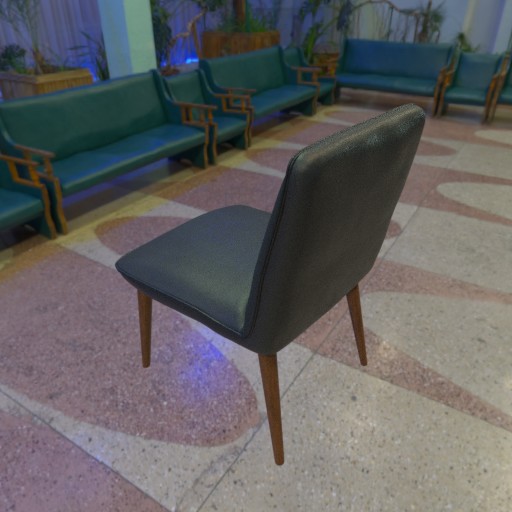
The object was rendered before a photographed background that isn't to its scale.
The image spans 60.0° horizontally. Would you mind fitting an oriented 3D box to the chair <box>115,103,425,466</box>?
[{"bbox_3d":[0.000,0.000,1.190,0.645,0.801,0.543,20,37,29],"label":"chair"}]
